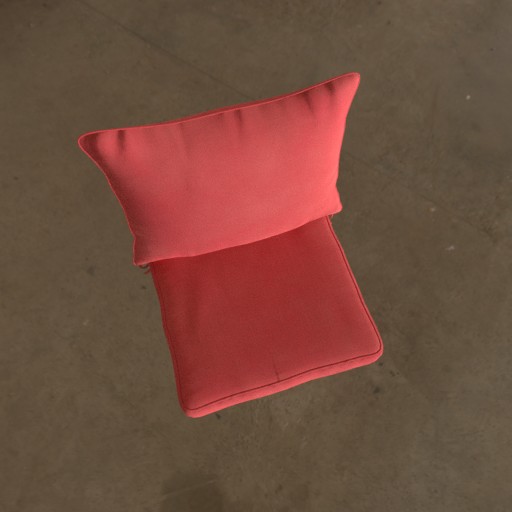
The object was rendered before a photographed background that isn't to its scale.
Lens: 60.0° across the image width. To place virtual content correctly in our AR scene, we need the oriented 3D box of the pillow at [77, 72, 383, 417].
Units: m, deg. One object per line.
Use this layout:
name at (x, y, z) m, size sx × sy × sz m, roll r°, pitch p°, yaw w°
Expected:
pillow at (0.000, 0.000, 1.355) m, size 0.798 × 0.725 × 0.733 m, roll -15°, pitch 66°, yaw -7°
